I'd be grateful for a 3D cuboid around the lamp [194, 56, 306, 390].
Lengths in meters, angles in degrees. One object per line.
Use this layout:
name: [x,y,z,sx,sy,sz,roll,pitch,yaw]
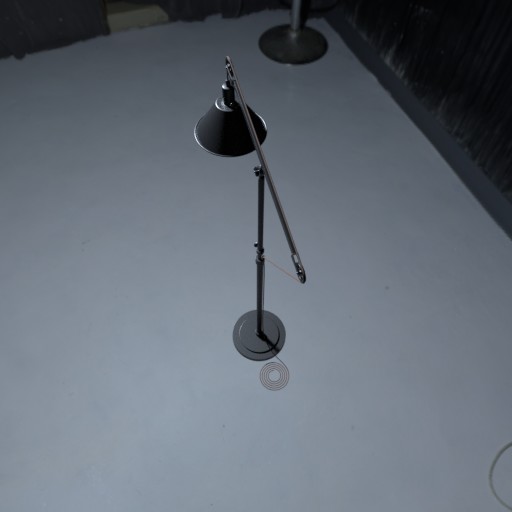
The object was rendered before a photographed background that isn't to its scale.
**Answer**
lamp: [0.000,0.000,2.011,0.319,1.626,0.904,-16,59,-10]
